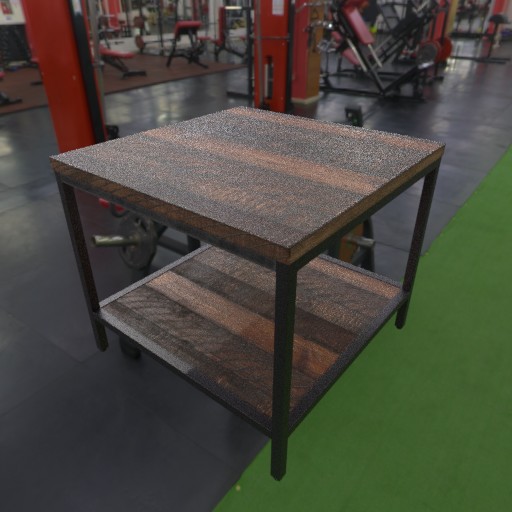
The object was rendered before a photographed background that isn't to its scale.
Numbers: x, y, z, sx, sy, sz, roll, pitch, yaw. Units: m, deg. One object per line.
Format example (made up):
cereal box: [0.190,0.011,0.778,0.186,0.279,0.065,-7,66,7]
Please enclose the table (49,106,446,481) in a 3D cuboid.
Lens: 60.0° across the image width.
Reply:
table: [0.000,0.000,0.986,0.548,0.482,0.553,22,37,33]
